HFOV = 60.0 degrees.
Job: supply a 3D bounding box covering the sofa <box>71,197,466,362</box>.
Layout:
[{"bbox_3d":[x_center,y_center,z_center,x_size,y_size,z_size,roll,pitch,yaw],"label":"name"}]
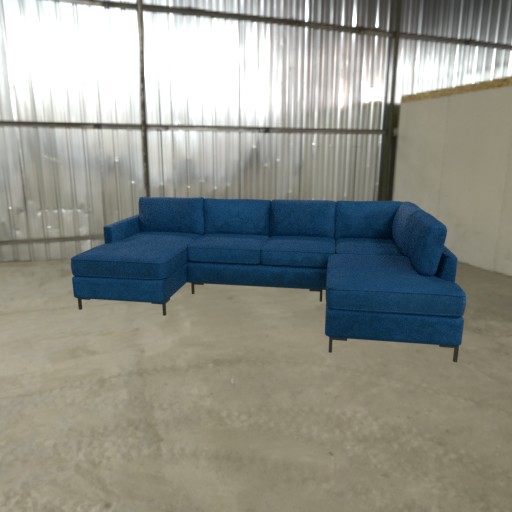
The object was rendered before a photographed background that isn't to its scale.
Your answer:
[{"bbox_3d":[0.000,0.000,4.409,3.434,0.992,2.055,2,14,10],"label":"sofa"}]
